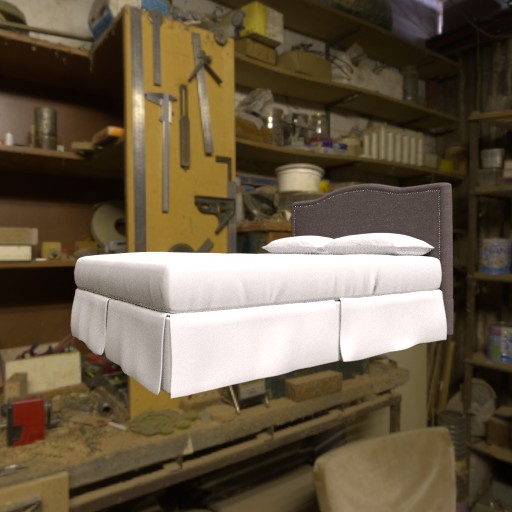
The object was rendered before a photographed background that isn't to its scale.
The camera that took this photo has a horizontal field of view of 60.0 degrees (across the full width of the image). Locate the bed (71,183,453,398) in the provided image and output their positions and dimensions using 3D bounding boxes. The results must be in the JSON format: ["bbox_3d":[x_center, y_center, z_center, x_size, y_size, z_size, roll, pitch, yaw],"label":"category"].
[{"bbox_3d":[0.000,0.000,3.882,2.689,1.457,2.161,-1,1,-35],"label":"bed"}]
